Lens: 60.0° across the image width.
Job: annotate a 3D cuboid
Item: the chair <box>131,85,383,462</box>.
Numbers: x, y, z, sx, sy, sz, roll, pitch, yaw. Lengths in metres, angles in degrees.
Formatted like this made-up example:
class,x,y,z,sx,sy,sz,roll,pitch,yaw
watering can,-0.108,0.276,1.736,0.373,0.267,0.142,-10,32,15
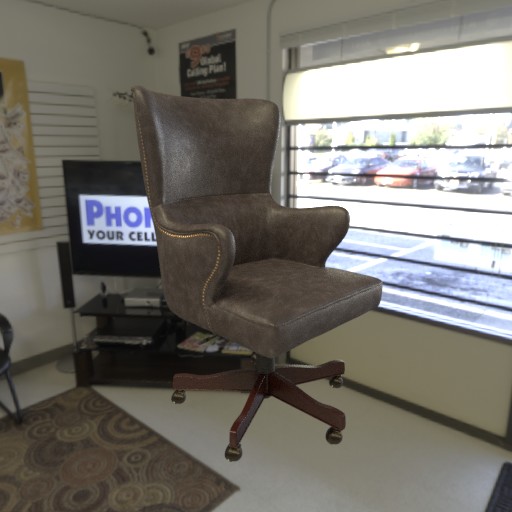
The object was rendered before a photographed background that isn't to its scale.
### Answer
class,x,y,z,sx,sy,sz,roll,pitch,yaw
chair,0.000,0.000,1.429,0.717,1.037,0.594,13,19,43
